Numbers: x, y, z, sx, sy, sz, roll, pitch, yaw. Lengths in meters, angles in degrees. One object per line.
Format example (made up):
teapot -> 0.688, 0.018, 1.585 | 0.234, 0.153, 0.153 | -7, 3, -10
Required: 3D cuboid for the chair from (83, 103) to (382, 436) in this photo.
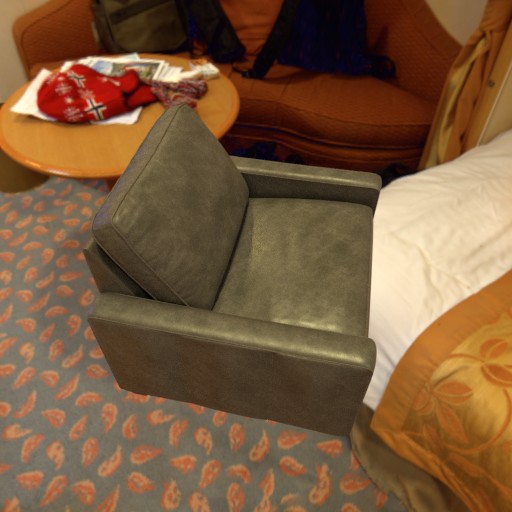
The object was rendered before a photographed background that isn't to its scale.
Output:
chair -> 0.000, 0.000, 1.782 | 0.939, 0.916, 1.006 | 9, 48, 8
